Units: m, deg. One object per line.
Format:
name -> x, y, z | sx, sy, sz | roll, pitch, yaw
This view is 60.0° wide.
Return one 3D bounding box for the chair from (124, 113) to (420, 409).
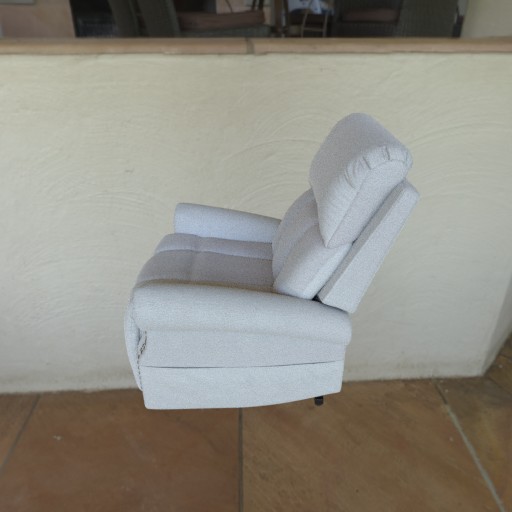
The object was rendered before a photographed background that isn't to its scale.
chair -> 0.000, 0.000, 1.773 | 0.979, 1.031, 0.871 | 0, 28, 1
